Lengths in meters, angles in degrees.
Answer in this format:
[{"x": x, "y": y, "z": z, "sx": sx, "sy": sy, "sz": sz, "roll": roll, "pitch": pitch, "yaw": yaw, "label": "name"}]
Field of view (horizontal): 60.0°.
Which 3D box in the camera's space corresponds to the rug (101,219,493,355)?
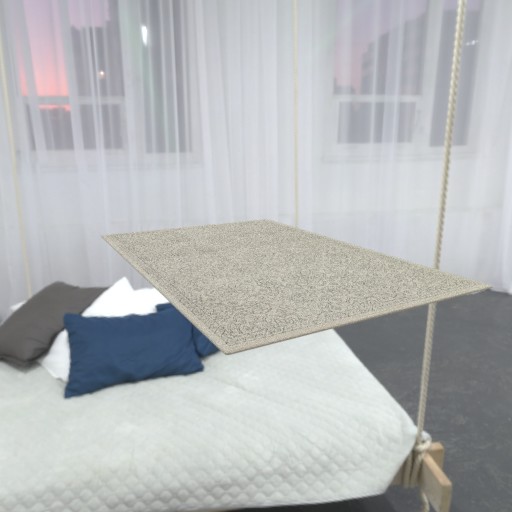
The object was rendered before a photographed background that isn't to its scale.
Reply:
[{"x": 0.000, "y": 0.000, "z": 2.883, "sx": 1.524, "sy": 0.011, "sz": 2.286, "roll": -8, "pitch": 17, "yaw": -28, "label": "rug"}]
